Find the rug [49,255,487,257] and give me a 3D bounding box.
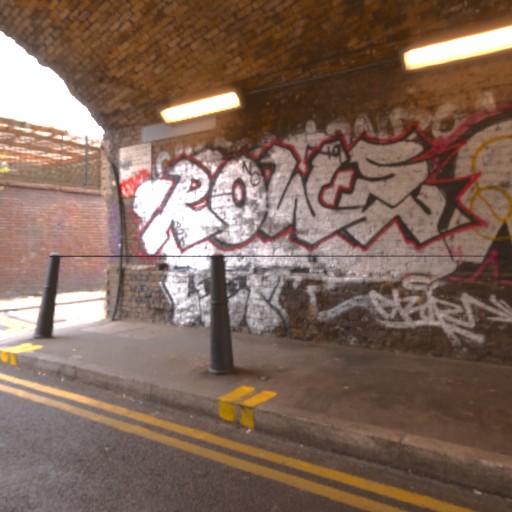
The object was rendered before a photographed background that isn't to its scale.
[{"bbox_3d":[0.000,0.000,2.302,1.819,0.005,1.200,0,0,-18],"label":"rug"}]
